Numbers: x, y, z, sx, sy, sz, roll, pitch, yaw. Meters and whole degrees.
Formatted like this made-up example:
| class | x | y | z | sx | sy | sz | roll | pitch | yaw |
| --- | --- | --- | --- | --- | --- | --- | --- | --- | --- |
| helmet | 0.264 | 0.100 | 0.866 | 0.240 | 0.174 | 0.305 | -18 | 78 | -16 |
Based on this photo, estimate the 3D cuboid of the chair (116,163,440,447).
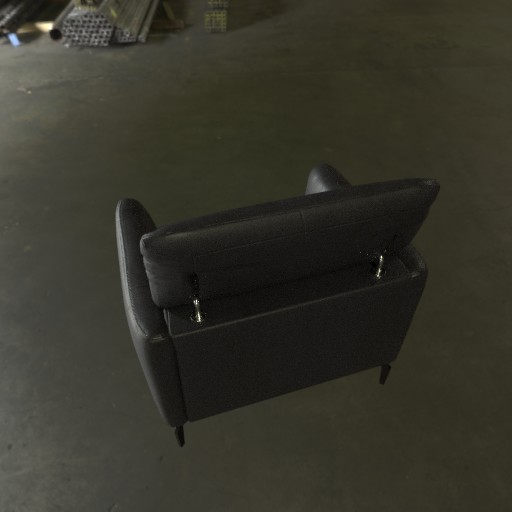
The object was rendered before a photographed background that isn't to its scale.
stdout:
| class | x | y | z | sx | sy | sz | roll | pitch | yaw |
| --- | --- | --- | --- | --- | --- | --- | --- | --- | --- |
| chair | 0.000 | 0.000 | 1.653 | 0.976 | 0.949 | 0.809 | -12 | 44 | -13 |
